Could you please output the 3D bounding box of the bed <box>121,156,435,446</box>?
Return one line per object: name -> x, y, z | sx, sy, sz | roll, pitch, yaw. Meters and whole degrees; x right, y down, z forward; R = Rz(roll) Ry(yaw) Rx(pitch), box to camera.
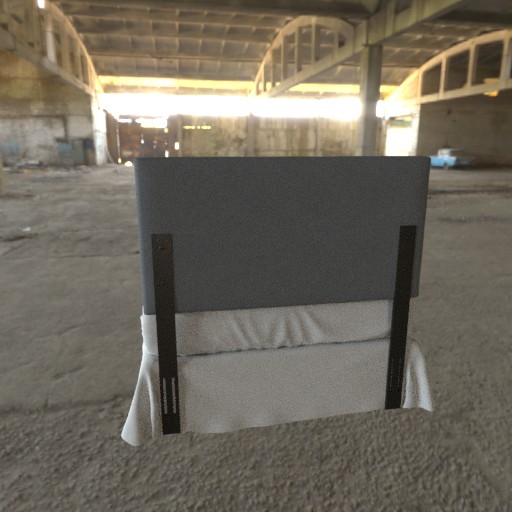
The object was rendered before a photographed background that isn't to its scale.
bed -> 0.000, 0.000, 3.493 | 1.936, 1.577, 2.222 | -3, 14, -10
